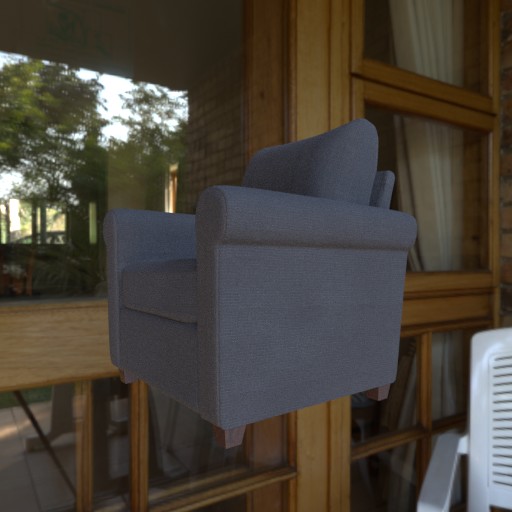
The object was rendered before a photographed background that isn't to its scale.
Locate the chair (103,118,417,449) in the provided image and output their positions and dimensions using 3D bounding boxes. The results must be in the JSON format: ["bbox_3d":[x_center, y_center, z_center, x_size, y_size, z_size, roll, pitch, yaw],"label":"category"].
[{"bbox_3d":[0.000,0.000,1.594,0.828,0.942,0.867,0,1,-37],"label":"chair"}]
